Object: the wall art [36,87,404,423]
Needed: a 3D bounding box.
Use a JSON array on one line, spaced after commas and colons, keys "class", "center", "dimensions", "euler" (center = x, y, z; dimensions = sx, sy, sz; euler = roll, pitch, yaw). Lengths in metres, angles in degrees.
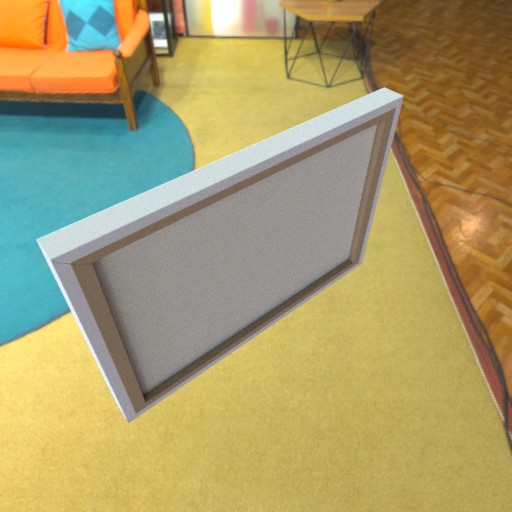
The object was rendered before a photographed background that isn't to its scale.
[{"class": "wall art", "center": [0.000, 0.000, 0.773], "dimensions": [0.608, 0.414, 0.042], "euler": [-30, 53, -26]}]
